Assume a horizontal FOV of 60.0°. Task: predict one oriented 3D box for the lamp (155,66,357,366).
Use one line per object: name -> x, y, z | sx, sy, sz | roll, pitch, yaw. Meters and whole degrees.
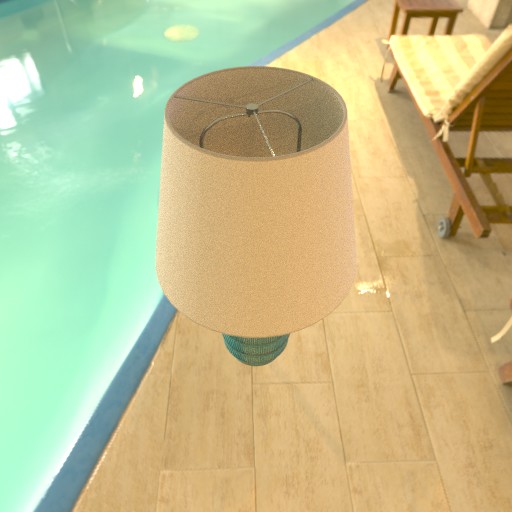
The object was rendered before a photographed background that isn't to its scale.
lamp -> 0.000, 0.000, 0.797 | 0.355, 0.582, 0.355 | 0, 47, 0
